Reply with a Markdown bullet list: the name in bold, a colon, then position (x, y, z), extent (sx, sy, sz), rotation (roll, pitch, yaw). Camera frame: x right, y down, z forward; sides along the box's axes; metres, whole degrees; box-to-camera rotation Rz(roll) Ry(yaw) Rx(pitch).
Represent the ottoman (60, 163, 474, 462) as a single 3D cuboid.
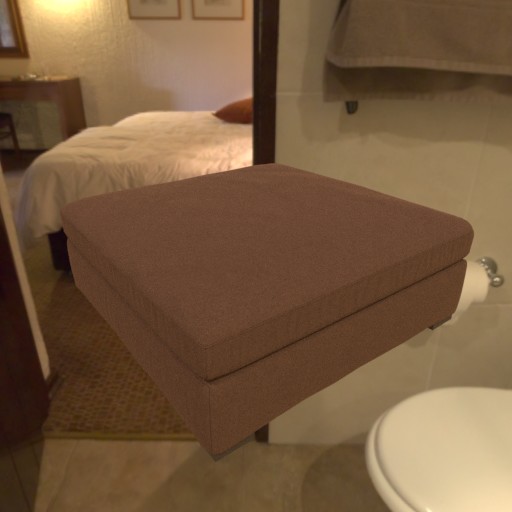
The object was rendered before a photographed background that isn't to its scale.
- **ottoman**: position (0.000, 0.000, 1.790), extent (1.181, 0.470, 1.181), rotation (-18, 31, -33)
